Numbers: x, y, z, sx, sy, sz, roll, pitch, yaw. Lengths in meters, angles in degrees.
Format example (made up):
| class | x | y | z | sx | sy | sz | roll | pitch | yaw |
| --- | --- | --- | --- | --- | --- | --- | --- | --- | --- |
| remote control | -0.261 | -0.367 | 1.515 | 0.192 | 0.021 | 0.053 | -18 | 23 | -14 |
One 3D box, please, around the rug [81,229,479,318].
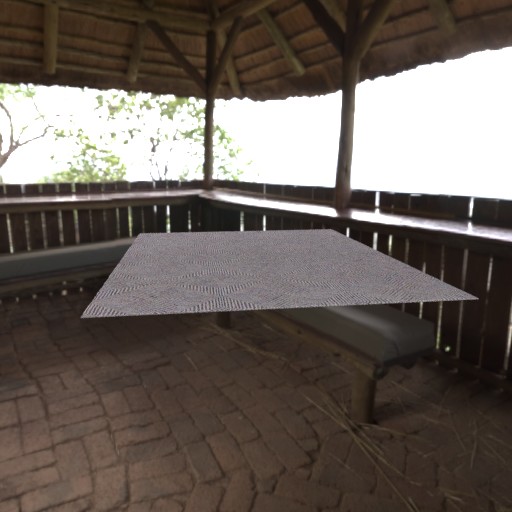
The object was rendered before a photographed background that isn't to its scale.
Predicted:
| class | x | y | z | sx | sy | sz | roll | pitch | yaw |
| --- | --- | --- | --- | --- | --- | --- | --- | --- | --- |
| rug | 0.000 | 0.000 | 4.139 | 2.442 | 0.008 | 3.046 | -2 | 12 | -8 |
